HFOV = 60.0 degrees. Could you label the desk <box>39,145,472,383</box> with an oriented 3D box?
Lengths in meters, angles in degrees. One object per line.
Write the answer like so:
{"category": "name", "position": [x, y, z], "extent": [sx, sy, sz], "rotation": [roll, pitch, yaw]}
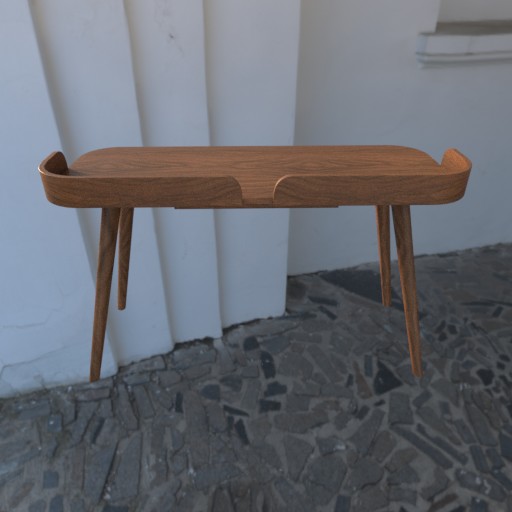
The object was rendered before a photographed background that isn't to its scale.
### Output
{"category": "desk", "position": [0.000, 0.000, 1.611], "extent": [1.256, 0.800, 0.486], "rotation": [-1, 32, -1]}
